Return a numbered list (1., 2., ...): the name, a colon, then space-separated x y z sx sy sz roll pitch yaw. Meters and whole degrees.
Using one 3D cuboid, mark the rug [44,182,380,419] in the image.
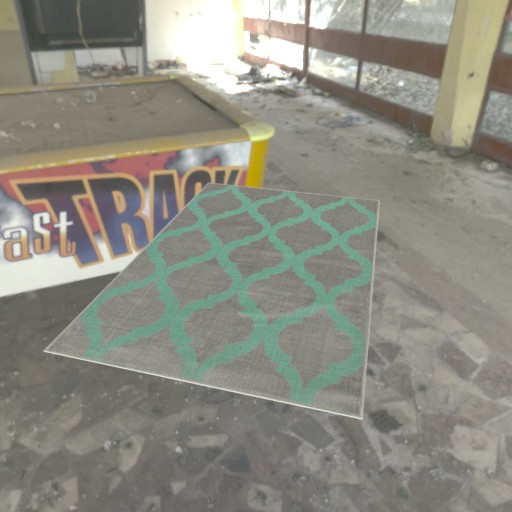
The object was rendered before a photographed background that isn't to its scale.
1. rug: 0.000 0.000 2.932 1.524 0.006 2.286 8 32 13
